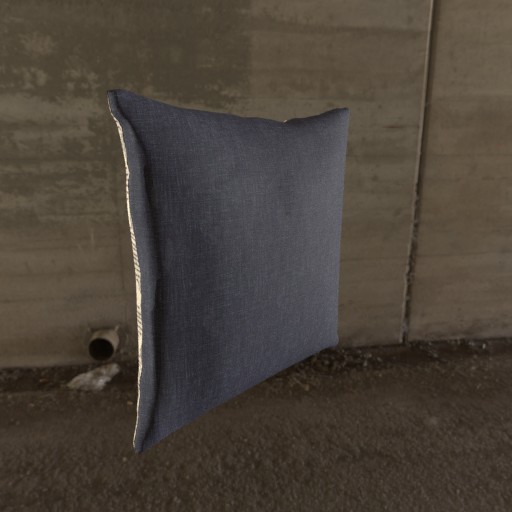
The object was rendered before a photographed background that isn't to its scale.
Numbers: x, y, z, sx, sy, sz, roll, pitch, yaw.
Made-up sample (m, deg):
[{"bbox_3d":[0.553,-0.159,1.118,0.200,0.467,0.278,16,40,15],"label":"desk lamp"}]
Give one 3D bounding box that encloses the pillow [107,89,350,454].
[{"bbox_3d":[0.000,0.000,0.765,0.145,0.510,0.510,15,21,43],"label":"pillow"}]
